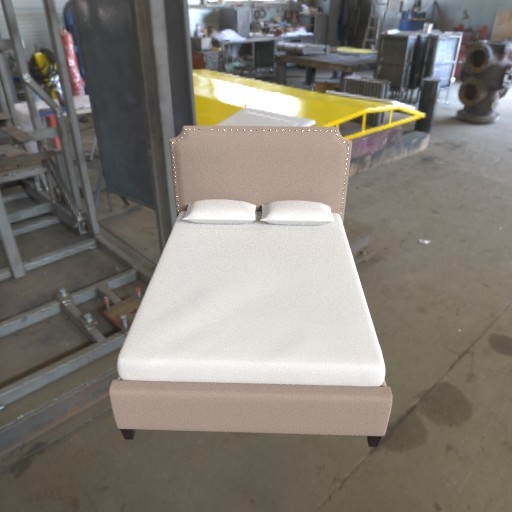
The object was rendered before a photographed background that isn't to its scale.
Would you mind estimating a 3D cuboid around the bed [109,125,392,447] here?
[{"bbox_3d":[0.000,0.000,3.476,1.713,1.443,2.372,1,31,2],"label":"bed"}]
